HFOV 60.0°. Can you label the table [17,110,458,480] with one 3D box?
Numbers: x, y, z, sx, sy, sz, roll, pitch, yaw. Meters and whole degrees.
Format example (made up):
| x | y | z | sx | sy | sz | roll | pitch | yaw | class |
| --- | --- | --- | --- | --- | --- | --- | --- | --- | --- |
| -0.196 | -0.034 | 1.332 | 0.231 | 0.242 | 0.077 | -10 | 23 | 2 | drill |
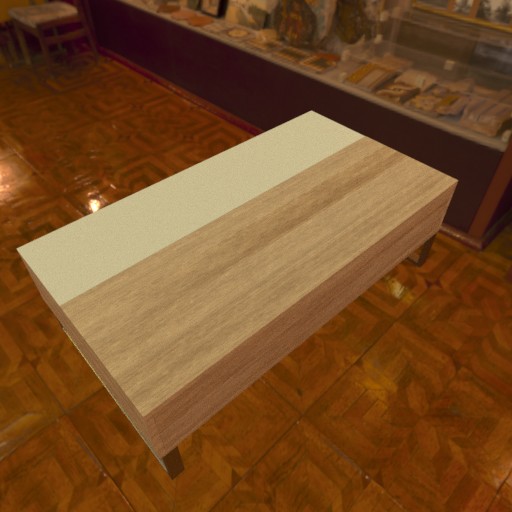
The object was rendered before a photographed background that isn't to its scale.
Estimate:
| x | y | z | sx | sy | sz | roll | pitch | yaw | class |
| --- | --- | --- | --- | --- | --- | --- | --- | --- | --- |
| 0.000 | 0.000 | 1.353 | 1.100 | 0.350 | 0.600 | -33 | 53 | -28 | table |
